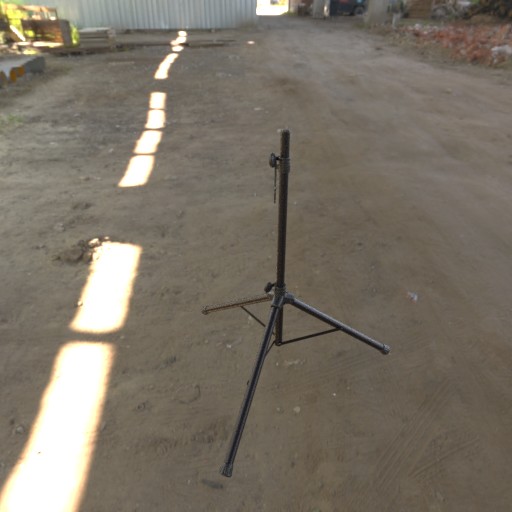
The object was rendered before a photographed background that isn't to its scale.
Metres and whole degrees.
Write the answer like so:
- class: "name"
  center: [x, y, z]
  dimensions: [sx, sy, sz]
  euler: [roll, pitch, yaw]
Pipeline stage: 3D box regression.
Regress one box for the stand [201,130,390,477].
- class: "stand"
  center: [0.000, 0.000, 1.917]
  dimensions: [1.045, 1.136, 0.907]
  euler: [-23, 37, -33]
